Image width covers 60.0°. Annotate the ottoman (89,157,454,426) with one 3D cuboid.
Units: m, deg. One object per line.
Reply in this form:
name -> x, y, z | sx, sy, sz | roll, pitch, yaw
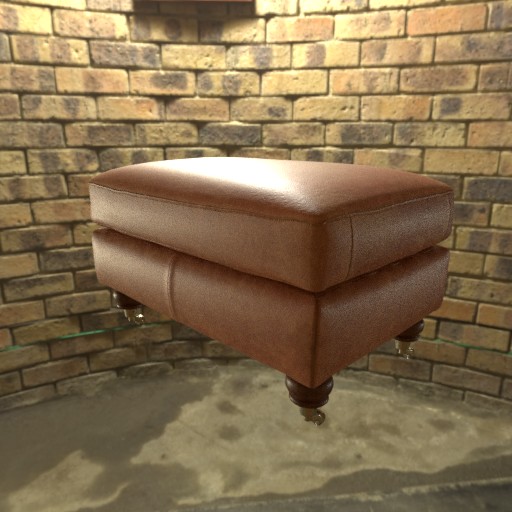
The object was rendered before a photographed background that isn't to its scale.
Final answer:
ottoman -> 0.000, 0.000, 1.192 | 0.565, 0.507, 0.852 | -15, 22, -43
